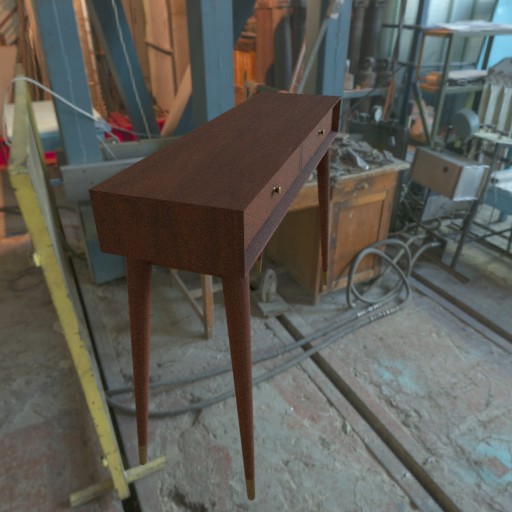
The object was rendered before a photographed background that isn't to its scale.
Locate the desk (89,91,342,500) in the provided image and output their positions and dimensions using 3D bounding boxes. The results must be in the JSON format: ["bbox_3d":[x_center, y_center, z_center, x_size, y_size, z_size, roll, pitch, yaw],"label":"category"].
[{"bbox_3d":[0.000,0.000,1.603,0.384,0.917,1.204,9,31,16],"label":"desk"}]
